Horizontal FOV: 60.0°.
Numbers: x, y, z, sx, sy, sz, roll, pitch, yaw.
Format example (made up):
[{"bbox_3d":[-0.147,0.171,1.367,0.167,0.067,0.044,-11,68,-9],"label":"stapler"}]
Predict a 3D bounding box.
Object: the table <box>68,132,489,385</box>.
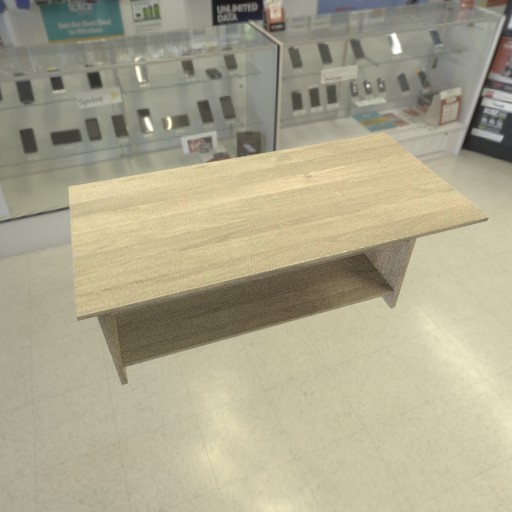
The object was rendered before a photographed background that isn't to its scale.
[{"bbox_3d":[0.000,0.000,1.436,1.000,0.570,0.712,-13,43,-14],"label":"table"}]
